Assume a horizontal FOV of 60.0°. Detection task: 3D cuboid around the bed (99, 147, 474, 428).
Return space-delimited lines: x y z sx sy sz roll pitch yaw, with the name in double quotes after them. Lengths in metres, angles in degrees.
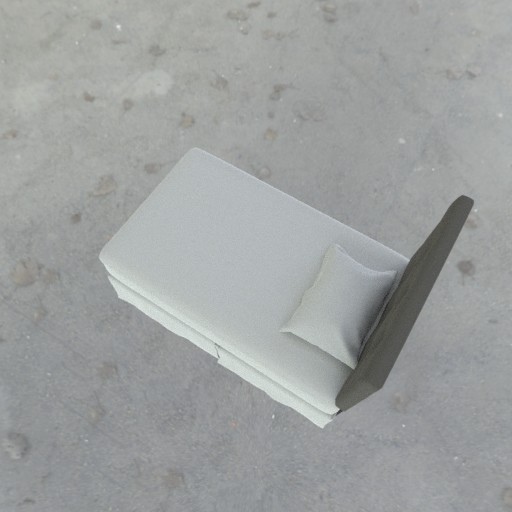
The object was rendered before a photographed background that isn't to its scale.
0.000 0.000 3.004 1.997 1.571 1.261 30 68 13 "bed"
